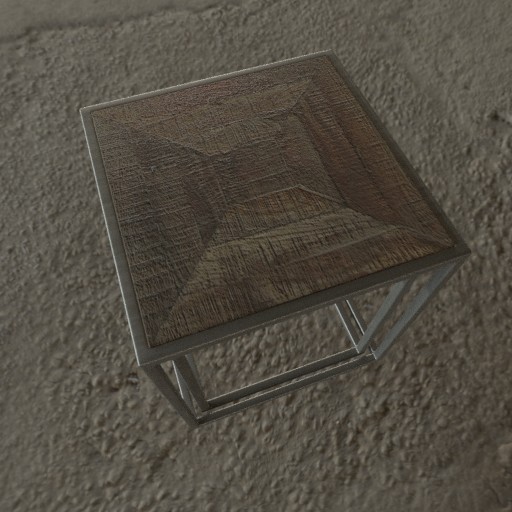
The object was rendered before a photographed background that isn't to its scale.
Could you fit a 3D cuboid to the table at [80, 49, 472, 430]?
[{"bbox_3d":[0.000,0.000,0.868,0.450,0.500,0.449,-17,62,-10],"label":"table"}]
